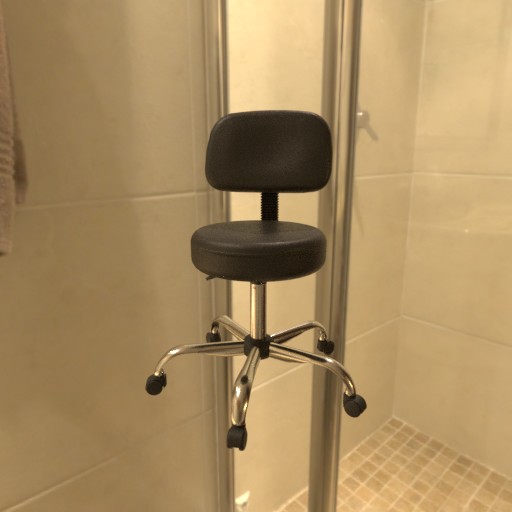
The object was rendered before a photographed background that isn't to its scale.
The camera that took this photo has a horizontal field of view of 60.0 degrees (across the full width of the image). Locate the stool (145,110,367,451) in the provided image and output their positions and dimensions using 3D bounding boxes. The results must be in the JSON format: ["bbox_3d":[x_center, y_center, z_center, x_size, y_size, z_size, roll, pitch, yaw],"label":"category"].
[{"bbox_3d":[0.000,0.000,1.310,0.673,0.862,0.648,2,14,9],"label":"stool"}]
